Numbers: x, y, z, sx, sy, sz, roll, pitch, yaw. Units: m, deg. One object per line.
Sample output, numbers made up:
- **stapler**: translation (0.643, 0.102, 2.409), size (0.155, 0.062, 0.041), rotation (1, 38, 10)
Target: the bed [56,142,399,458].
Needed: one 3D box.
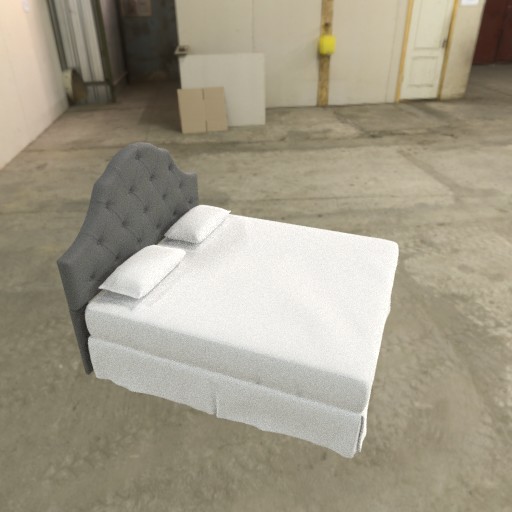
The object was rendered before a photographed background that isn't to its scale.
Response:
- **bed**: translation (0.000, 0.000, 3.635), size (2.214, 1.615, 2.008), rotation (11, 32, 18)
